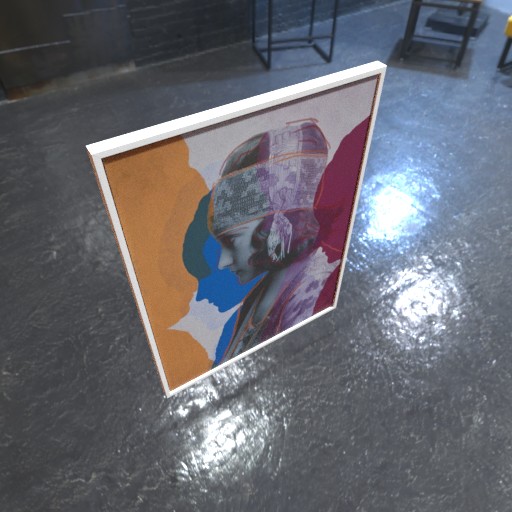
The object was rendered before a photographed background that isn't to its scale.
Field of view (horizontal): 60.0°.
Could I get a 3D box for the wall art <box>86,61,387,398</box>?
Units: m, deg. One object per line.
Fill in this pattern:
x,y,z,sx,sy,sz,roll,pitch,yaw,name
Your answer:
0.000,0.000,1.417,0.795,1.050,0.039,-24,51,-21,wall art
